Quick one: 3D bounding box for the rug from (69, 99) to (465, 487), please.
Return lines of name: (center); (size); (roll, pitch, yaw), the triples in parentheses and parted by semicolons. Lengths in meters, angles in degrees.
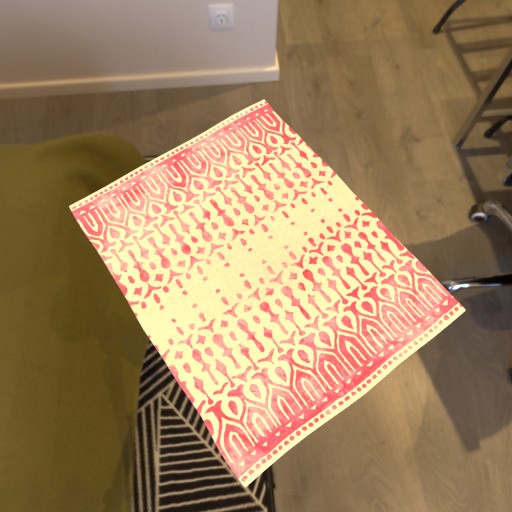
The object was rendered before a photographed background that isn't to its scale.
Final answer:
rug: (0.000, 0.000, 4.199); (2.441, 0.016, 3.095); (-33, 70, -14)
